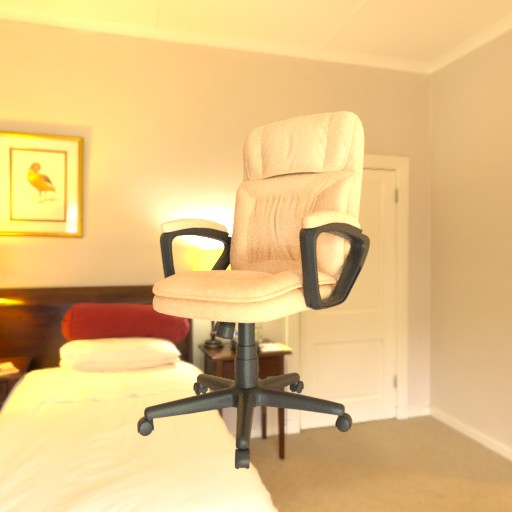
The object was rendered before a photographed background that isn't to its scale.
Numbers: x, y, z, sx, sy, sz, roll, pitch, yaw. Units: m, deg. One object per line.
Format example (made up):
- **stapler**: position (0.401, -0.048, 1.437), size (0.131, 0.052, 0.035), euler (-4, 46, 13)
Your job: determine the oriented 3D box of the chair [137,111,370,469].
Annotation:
- **chair**: position (0.000, 0.000, 1.535), size (0.667, 1.105, 0.724), euler (1, 1, 35)
